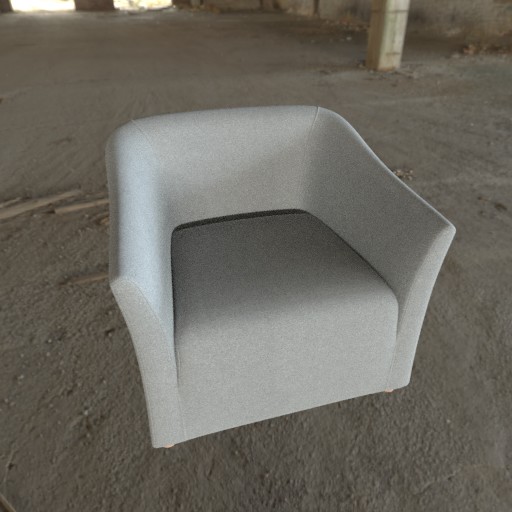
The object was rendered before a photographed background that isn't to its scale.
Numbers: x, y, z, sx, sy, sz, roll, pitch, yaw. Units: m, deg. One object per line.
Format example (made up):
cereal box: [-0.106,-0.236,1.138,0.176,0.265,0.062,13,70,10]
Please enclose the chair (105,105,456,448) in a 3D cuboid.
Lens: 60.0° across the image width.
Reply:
chair: [0.000,0.000,1.331,0.790,0.720,0.700,-9,33,-14]
